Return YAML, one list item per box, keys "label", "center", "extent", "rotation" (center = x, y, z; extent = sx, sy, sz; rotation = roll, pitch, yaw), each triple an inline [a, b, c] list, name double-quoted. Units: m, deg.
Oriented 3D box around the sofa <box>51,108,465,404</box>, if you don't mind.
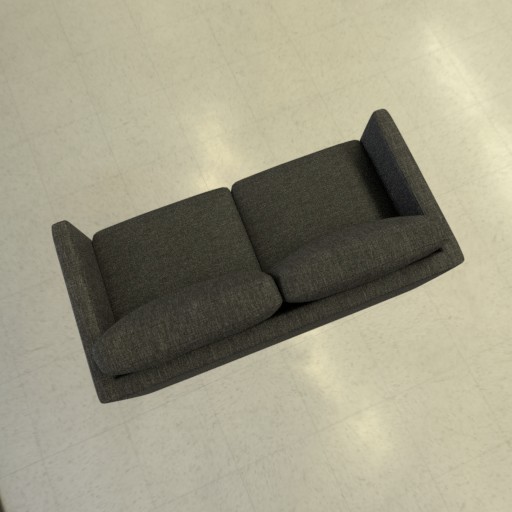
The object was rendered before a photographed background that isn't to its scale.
- label: "sofa"
  center: [0.000, 0.000, 2.448]
  extent: [1.884, 0.963, 0.950]
  rotation: [-21, 76, -5]
